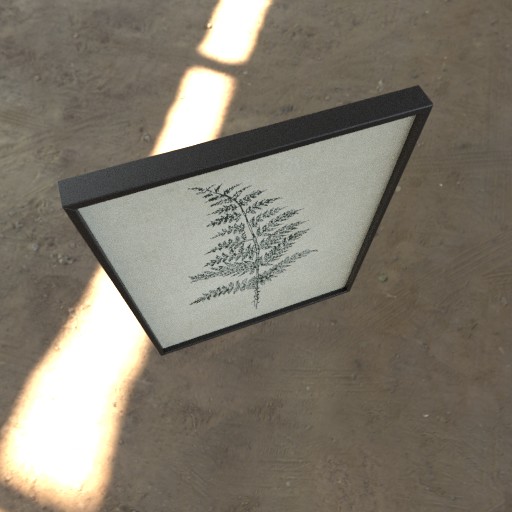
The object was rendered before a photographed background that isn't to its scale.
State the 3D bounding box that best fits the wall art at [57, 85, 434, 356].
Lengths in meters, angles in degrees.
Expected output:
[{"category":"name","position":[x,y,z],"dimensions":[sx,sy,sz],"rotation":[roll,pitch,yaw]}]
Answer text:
[{"category":"wall art","position":[0.000,0.000,0.756],"dimensions":[0.449,0.555,0.039],"rotation":[-18,63,-9]}]
